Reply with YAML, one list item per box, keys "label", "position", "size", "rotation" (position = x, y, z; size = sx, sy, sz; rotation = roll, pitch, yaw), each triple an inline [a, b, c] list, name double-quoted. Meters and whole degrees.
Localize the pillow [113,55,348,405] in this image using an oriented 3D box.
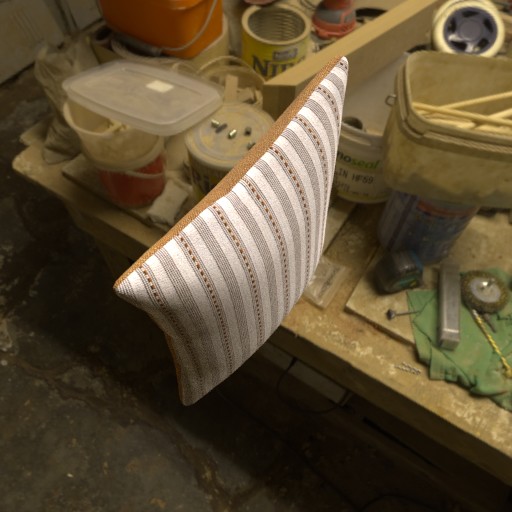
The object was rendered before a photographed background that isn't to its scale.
- label: "pillow"
  position: [0.000, 0.000, 0.674]
  size: [0.147, 0.437, 0.432]
  rotation: [29, 62, 18]
